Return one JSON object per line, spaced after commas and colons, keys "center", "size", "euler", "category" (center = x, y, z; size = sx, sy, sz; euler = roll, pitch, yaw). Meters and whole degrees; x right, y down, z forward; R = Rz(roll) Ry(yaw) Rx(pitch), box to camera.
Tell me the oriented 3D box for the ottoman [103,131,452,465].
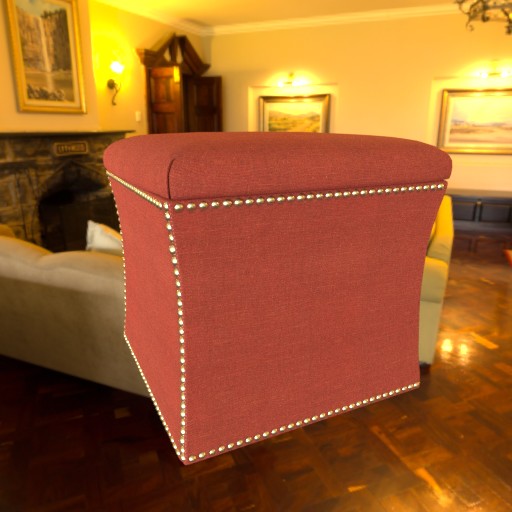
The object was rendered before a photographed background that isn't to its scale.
{"center": [0.000, 0.000, 0.878], "size": [0.497, 0.475, 0.507], "euler": [-8, 18, -25], "category": "ottoman"}
